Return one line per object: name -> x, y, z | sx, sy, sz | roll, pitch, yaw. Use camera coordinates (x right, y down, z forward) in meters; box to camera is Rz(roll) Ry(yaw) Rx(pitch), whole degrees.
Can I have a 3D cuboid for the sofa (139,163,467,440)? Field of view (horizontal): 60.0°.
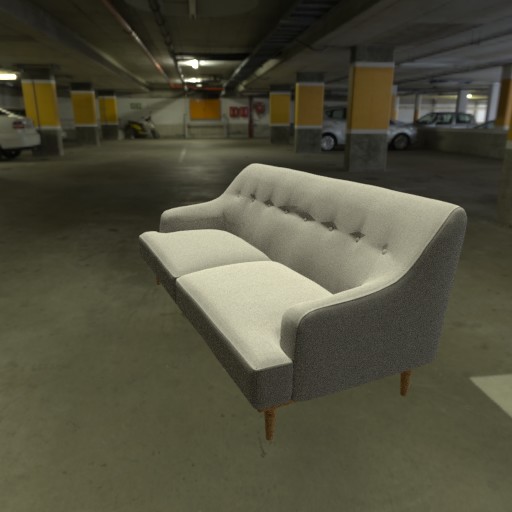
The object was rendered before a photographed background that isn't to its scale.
sofa -> 0.000, 0.000, 2.553 | 0.978, 0.871, 2.057 | -8, 19, -24
